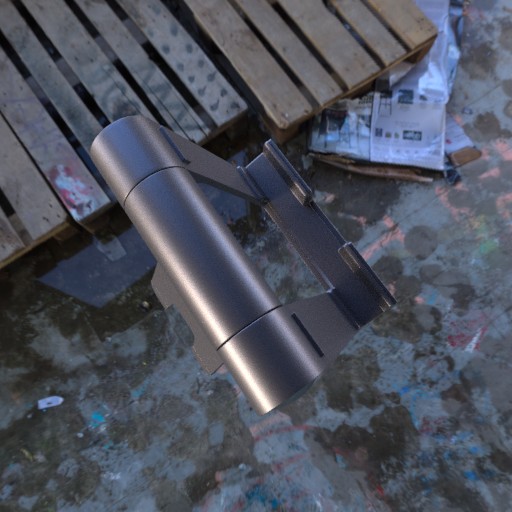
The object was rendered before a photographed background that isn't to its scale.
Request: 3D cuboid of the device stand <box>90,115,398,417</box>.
[{"bbox_3d":[0.000,0.000,0.155,0.079,0.084,0.088,-33,77,-9],"label":"device stand"}]
